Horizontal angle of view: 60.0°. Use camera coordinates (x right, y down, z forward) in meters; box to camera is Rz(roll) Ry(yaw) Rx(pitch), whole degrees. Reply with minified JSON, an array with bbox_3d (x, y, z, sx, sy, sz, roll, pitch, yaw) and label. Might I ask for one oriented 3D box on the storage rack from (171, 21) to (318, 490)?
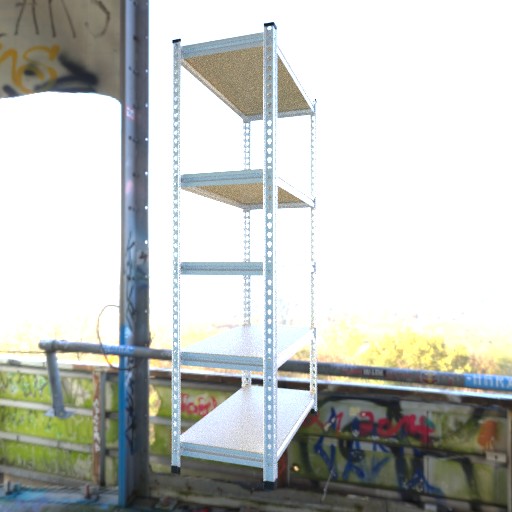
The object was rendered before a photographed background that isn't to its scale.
[{"bbox_3d":[0.000,0.000,2.232,0.457,1.829,0.914,0,-1,19],"label":"storage rack"}]
